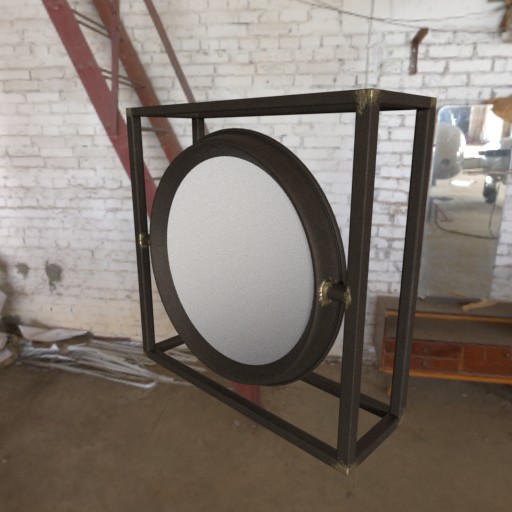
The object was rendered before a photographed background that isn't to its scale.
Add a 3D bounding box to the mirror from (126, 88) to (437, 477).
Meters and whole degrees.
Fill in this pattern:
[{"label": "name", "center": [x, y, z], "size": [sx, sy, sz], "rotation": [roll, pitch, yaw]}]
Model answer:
[{"label": "mirror", "center": [0.000, 0.000, 0.465], "size": [0.306, 0.303, 0.107], "rotation": [14, 21, 42]}]
